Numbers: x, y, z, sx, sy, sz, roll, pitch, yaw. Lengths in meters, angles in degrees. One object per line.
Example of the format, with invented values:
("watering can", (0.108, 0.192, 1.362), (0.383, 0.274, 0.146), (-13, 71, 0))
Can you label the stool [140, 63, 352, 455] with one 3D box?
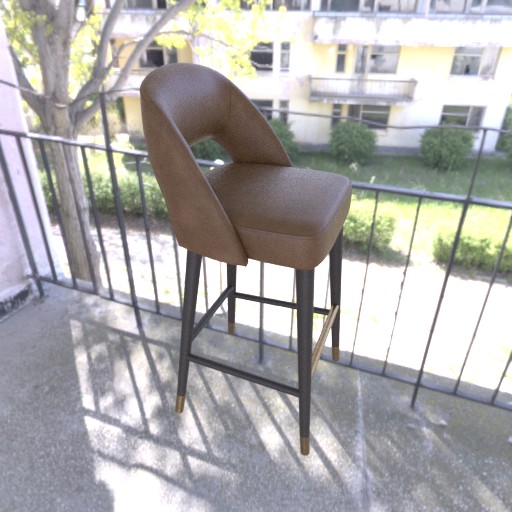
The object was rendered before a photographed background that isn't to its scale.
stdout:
("stool", (0.000, 0.000, 1.323), (0.509, 1.037, 0.494), (11, 32, 18))
